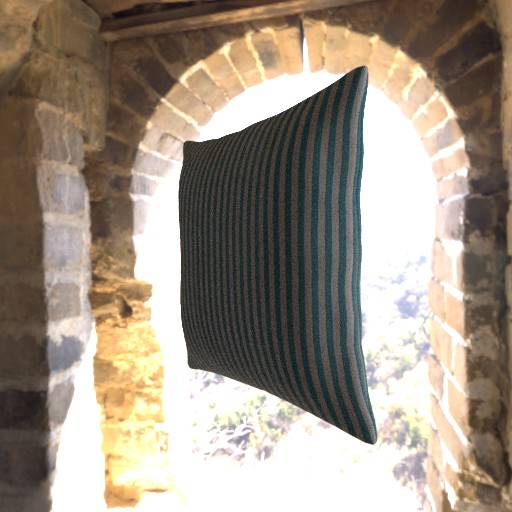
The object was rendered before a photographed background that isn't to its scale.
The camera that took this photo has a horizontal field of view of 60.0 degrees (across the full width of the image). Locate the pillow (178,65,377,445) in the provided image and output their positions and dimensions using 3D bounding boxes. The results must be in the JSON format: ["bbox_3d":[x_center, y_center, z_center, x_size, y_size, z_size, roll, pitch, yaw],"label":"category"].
[{"bbox_3d":[0.000,0.000,0.793,0.166,0.510,0.523,0,1,-36],"label":"pillow"}]
